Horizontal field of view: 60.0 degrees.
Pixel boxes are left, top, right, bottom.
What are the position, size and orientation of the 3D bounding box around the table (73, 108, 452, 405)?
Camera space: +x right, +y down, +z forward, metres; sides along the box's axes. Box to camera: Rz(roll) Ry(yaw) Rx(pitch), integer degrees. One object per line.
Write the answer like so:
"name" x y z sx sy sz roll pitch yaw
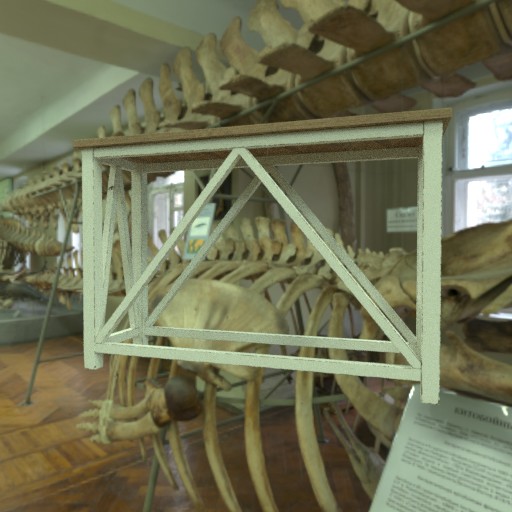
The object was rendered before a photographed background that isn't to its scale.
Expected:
"table" 0.000 0.000 1.794 1.400 0.930 0.450 0 2 18
